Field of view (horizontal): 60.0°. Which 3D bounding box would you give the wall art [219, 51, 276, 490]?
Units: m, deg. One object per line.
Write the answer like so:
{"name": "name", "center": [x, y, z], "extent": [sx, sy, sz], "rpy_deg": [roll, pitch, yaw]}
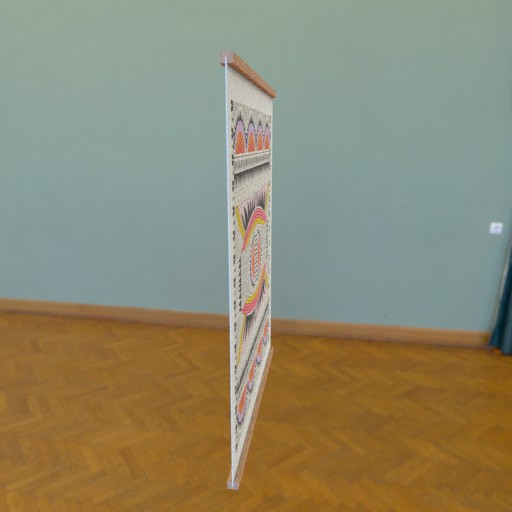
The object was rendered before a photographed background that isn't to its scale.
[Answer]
{"name": "wall art", "center": [0.000, 0.000, 1.349], "extent": [0.028, 1.016, 0.765], "rpy_deg": [2, 15, 9]}
